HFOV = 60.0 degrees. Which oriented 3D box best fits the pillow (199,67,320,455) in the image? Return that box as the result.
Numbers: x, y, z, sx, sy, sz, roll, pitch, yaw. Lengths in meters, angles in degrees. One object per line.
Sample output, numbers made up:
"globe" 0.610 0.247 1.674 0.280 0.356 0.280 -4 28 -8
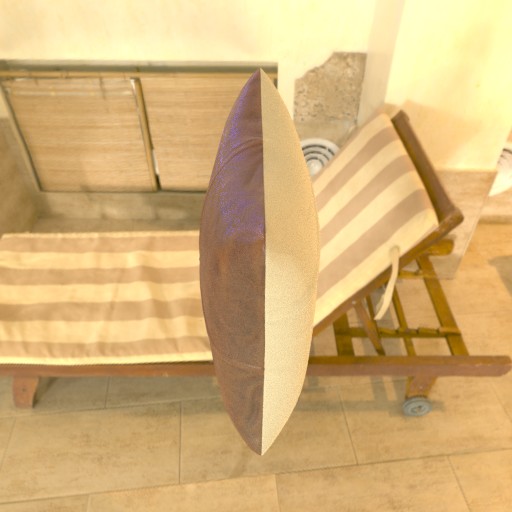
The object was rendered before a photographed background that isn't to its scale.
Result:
"pillow" 0.000 0.000 0.740 0.192 0.470 0.484 0 42 0
